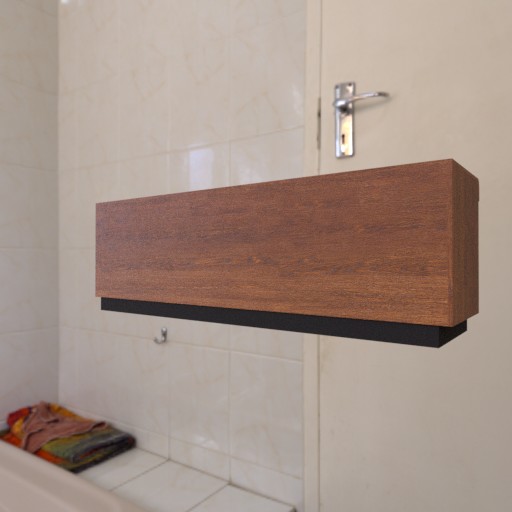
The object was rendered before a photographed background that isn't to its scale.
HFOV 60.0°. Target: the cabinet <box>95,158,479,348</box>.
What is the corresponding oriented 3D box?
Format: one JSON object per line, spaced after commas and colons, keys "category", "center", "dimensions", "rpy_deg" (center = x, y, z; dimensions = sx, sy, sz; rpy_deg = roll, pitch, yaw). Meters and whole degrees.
{"category": "cabinet", "center": [0.000, 0.000, 1.818], "dimensions": [1.600, 0.510, 0.419], "rpy_deg": [0, -1, 36]}
